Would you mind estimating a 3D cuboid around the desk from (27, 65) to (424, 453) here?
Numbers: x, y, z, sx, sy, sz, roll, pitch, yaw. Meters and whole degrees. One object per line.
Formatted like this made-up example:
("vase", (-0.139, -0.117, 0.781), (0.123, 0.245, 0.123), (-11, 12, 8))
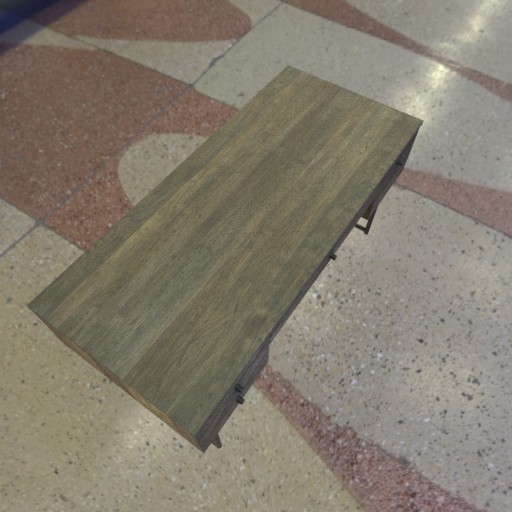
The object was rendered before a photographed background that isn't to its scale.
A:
("desk", (0.000, 0.000, 2.033), (0.730, 0.780, 1.600), (30, 62, 18))
